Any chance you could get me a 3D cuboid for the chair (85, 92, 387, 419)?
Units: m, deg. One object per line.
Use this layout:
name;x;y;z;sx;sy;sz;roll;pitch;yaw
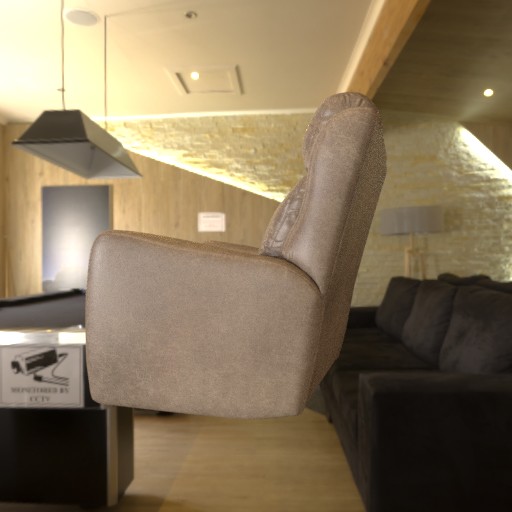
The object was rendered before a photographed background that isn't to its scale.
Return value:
chair;0.000;0.000;1.907;1.068;1.116;0.965;0;0;18
